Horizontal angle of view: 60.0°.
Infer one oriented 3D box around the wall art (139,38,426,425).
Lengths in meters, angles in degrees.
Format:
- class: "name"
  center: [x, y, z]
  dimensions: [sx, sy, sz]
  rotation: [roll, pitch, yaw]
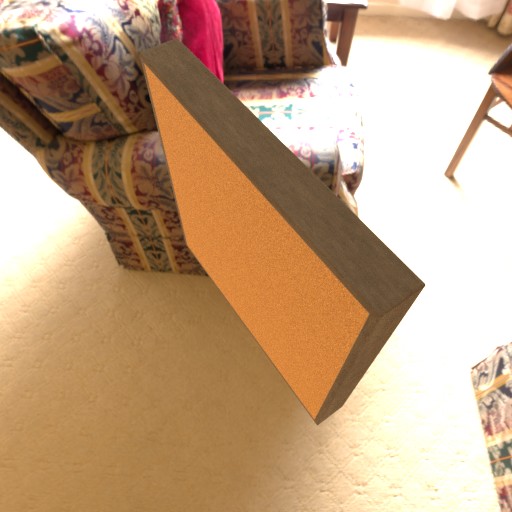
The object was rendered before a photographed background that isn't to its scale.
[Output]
- class: "wall art"
  center: [0.000, 0.000, 0.452]
  dimensions: [0.038, 0.302, 0.303]
  rotation: [-30, 63, -17]
